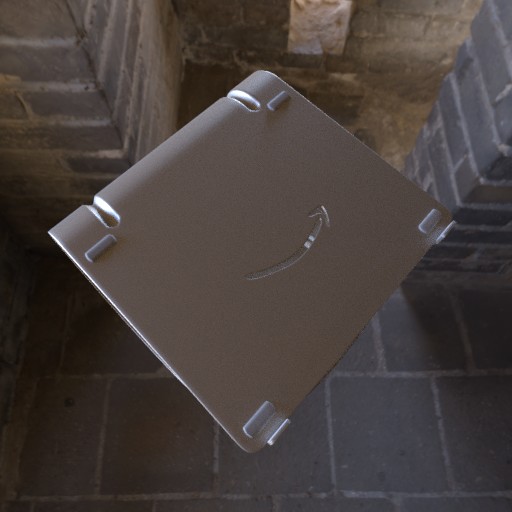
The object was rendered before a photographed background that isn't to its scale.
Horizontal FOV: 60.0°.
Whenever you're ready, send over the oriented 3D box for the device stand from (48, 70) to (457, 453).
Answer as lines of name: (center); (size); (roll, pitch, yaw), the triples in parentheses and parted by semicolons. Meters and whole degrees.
device stand: (0.000, 0.000, 0.407); (0.236, 0.155, 0.256); (39, 70, 18)
